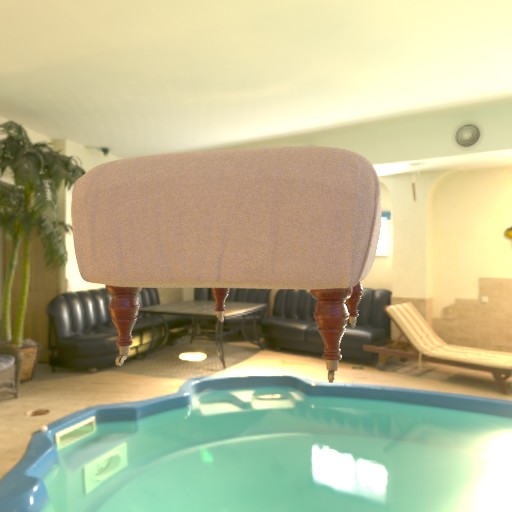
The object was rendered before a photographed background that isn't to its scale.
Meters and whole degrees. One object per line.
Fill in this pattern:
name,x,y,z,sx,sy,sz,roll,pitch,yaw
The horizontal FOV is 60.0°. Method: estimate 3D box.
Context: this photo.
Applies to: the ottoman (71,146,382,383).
ottoman,0.000,0.000,1.142,0.622,0.450,0.746,0,0,16
